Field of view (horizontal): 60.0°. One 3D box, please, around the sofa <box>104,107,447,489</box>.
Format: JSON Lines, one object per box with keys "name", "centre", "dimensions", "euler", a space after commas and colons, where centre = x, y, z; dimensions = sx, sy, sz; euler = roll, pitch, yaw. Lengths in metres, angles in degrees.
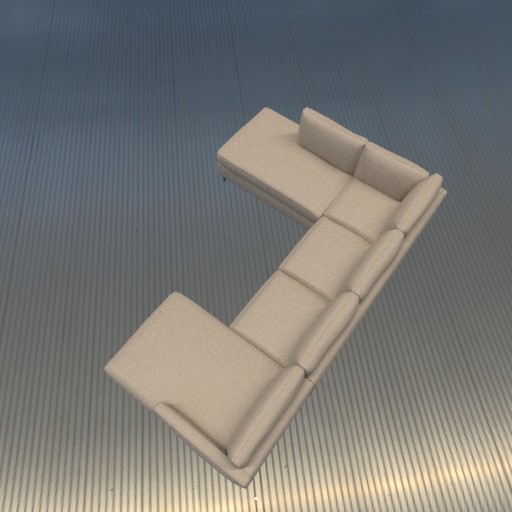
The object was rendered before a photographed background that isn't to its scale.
{"name": "sofa", "centre": [0.000, 0.000, 3.501], "dimensions": [1.879, 0.756, 2.737], "euler": [34, 66, 17]}
